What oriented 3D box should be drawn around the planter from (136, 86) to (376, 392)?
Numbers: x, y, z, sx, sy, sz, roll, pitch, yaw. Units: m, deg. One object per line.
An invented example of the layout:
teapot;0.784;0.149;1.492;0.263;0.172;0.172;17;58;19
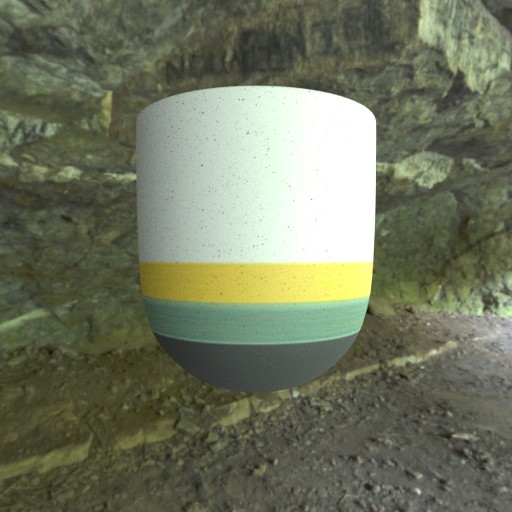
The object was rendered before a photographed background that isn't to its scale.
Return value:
planter;0.000;0.000;0.374;0.195;0.214;0.195;0;0;0
